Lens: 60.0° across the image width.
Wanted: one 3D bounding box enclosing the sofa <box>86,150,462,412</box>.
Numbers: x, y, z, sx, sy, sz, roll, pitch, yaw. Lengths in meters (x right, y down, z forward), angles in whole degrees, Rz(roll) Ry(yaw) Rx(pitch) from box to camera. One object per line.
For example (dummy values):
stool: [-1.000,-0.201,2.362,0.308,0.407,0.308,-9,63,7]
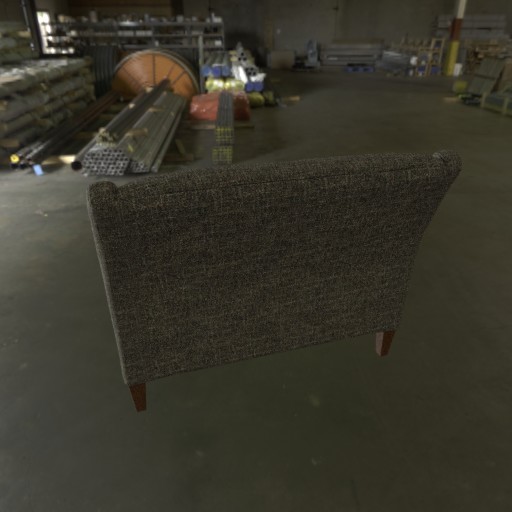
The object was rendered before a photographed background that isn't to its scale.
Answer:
sofa: [0.000,0.000,1.925,1.242,1.021,0.870,-8,29,-16]
